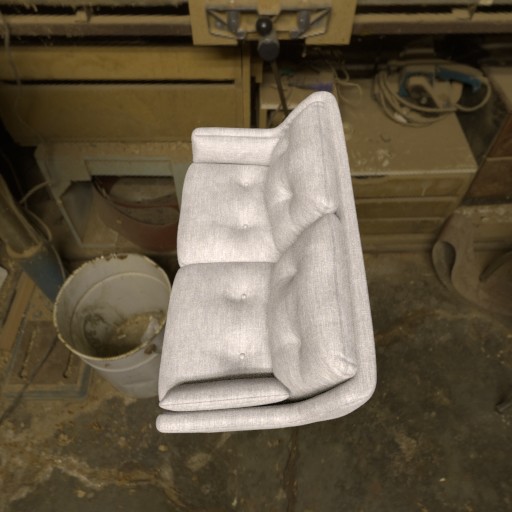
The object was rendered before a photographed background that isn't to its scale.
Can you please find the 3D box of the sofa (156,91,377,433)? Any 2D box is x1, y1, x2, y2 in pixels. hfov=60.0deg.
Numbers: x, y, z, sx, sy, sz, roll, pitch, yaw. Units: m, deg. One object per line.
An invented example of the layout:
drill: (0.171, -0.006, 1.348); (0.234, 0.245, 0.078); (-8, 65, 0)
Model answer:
sofa: (0.000, 0.000, 2.507); (0.976, 0.897, 1.930); (0, 57, 0)
